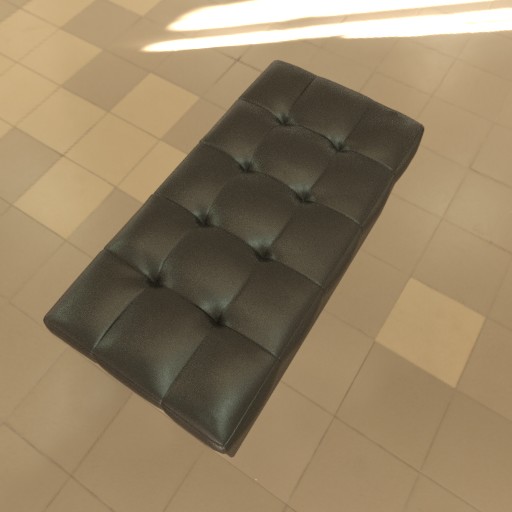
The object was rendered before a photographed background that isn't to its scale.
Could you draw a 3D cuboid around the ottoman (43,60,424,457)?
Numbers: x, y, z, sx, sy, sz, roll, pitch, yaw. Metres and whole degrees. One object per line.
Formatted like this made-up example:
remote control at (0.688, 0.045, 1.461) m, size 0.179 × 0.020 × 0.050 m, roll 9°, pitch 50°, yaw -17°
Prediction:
ottoman at (0.000, 0.000, 1.102) m, size 0.432 × 0.470 × 0.838 m, roll 30°, pitch 67°, yaw 14°
